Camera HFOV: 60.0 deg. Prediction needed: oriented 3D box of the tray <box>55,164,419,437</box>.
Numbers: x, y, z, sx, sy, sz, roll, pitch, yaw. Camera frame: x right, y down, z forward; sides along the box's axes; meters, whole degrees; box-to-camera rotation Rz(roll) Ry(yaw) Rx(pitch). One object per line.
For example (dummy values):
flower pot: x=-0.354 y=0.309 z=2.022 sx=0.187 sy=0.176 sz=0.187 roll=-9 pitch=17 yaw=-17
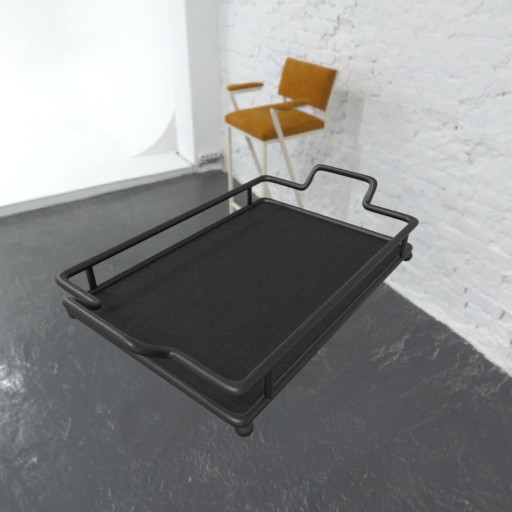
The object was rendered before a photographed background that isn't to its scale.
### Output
tray: x=0.000 y=0.000 z=0.602 sx=0.297 sy=0.101 sz=0.495 roll=22 pitch=38 yaw=32
